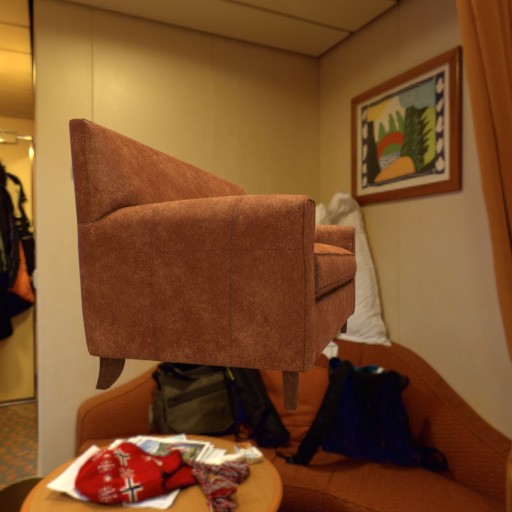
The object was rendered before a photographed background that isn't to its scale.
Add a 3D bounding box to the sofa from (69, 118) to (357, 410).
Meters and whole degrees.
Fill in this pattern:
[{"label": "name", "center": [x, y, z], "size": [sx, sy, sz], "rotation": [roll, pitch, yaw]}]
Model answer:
[{"label": "sofa", "center": [0.000, 0.000, 1.980], "size": [0.787, 0.871, 1.473], "rotation": [0, 0, 18]}]
